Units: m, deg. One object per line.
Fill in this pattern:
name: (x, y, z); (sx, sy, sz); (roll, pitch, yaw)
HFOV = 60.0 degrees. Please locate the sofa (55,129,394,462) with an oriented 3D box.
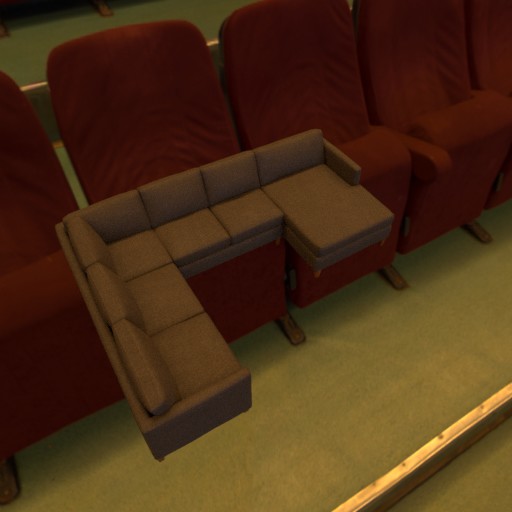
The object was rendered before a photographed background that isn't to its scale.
sofa: (0.000, 0.000, 4.700); (3.460, 0.961, 2.594); (-24, 52, -20)
